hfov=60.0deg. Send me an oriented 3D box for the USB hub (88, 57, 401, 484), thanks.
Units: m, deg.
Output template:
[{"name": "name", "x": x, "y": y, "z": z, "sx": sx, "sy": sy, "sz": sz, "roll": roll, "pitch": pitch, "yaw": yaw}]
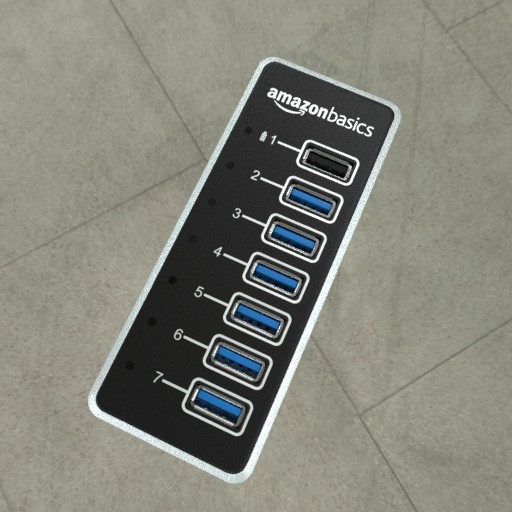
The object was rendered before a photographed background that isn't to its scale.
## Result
[{"name": "USB hub", "x": 0.000, "y": 0.000, "z": 0.127, "sx": 0.044, "sy": 0.023, "sz": 0.110, "roll": 24, "pitch": 78, "yaw": 5}]
